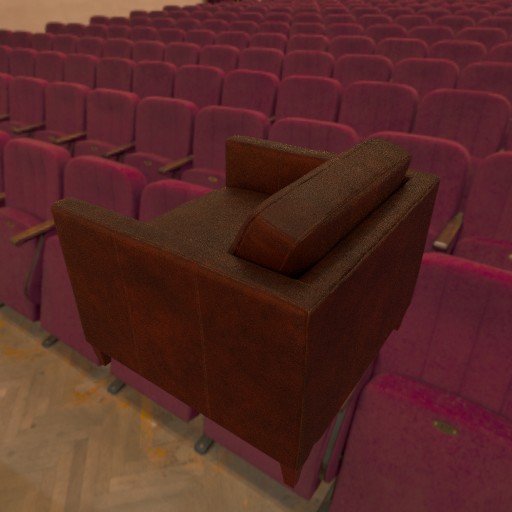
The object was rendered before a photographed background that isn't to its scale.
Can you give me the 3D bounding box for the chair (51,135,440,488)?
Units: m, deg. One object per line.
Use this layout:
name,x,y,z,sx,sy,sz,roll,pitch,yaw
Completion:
chair,0.000,0.000,1.660,0.975,0.864,0.990,20,36,30
